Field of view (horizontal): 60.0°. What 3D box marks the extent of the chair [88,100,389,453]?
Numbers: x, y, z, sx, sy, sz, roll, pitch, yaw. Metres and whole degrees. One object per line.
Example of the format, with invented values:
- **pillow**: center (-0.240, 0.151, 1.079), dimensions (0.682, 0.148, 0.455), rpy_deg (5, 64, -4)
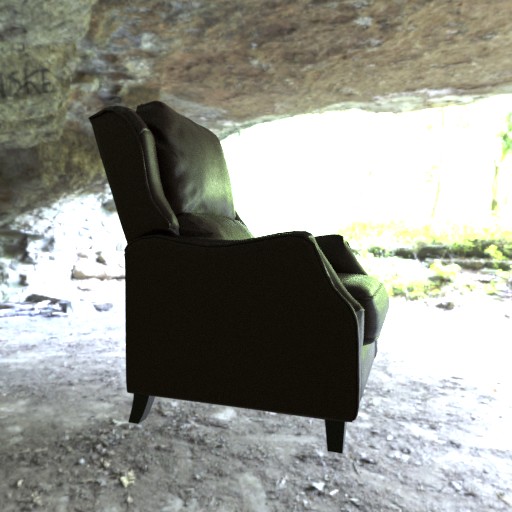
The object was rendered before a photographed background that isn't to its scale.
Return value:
- **chair**: center (0.000, 0.000, 1.728), dimensions (0.982, 1.132, 0.770), rpy_deg (1, 2, 19)
